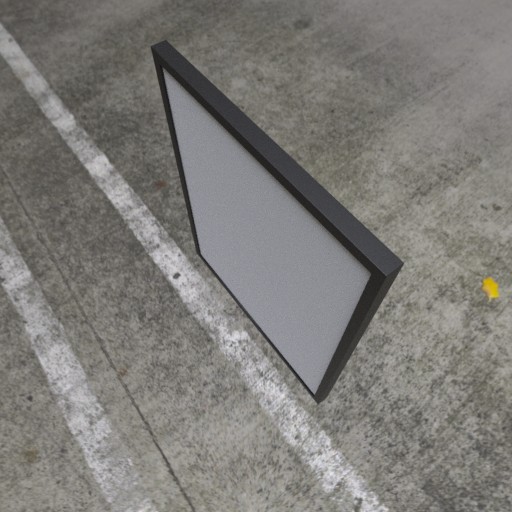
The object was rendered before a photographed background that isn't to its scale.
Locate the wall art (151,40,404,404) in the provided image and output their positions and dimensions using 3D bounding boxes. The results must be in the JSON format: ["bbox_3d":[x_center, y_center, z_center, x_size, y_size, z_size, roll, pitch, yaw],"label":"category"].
[{"bbox_3d":[0.000,0.000,0.547,0.018,0.397,0.325,-33,65,-18],"label":"wall art"}]
